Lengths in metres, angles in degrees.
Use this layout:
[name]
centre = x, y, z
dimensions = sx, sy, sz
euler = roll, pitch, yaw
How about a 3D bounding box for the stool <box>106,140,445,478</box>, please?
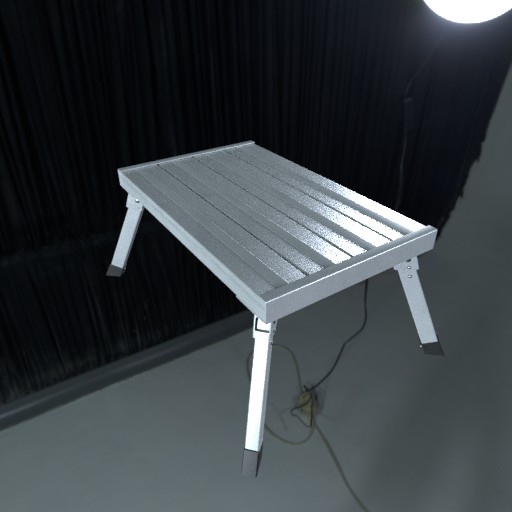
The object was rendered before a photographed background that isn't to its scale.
[stool]
centre = 0.000, 0.000, 0.746
dimensions = 0.385, 0.225, 0.535
euler = -20, 37, -28
